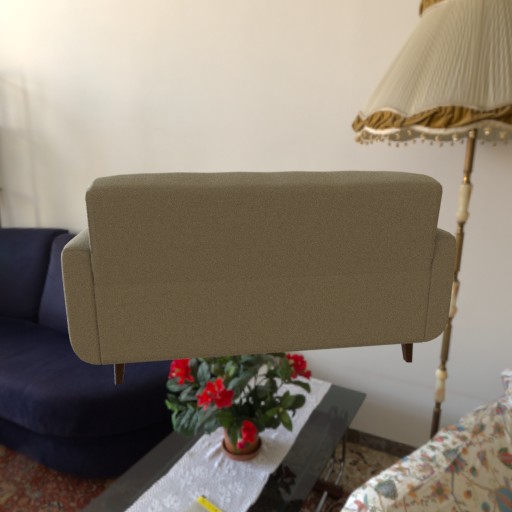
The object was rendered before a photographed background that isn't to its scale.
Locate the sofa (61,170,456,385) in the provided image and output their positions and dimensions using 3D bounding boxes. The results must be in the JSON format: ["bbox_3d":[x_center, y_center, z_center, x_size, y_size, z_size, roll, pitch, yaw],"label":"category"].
[{"bbox_3d":[0.000,0.000,2.263,1.655,0.892,0.980,-2,15,-8],"label":"sofa"}]
